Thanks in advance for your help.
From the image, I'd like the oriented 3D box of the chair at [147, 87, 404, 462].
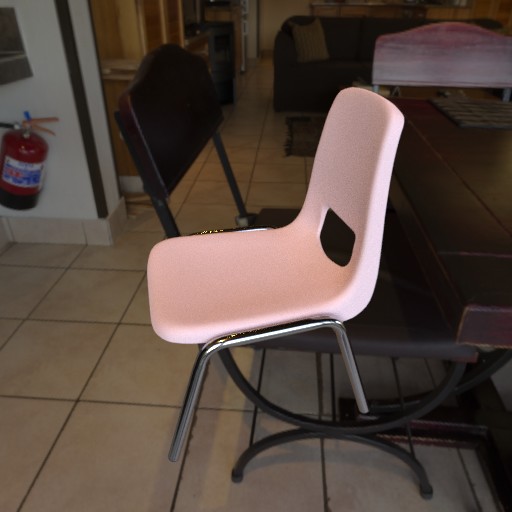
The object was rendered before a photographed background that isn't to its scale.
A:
[{"bbox_3d":[0.000,0.000,0.780,0.385,0.536,0.354,-7,31,-12],"label":"chair"}]
